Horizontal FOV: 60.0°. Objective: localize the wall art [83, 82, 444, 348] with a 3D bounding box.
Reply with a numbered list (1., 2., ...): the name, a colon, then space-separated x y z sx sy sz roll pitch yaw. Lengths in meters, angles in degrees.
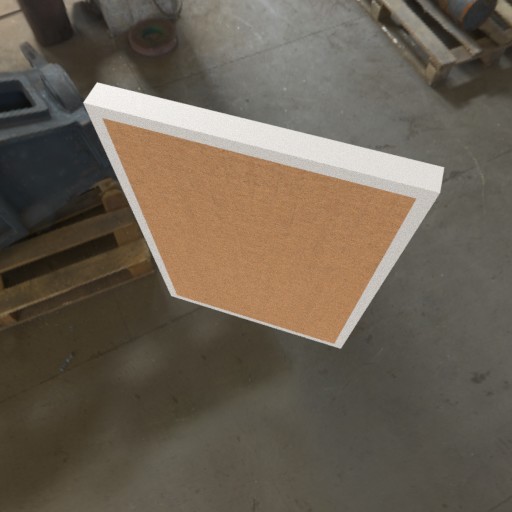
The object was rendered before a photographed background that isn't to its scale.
1. wall art: 0.000 0.000 0.542 0.293 0.428 0.025 16 64 8
